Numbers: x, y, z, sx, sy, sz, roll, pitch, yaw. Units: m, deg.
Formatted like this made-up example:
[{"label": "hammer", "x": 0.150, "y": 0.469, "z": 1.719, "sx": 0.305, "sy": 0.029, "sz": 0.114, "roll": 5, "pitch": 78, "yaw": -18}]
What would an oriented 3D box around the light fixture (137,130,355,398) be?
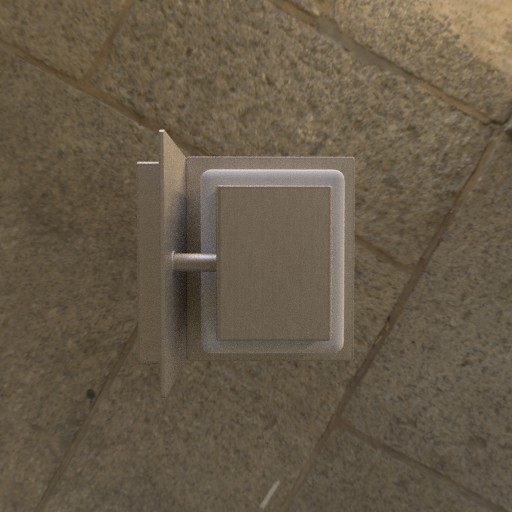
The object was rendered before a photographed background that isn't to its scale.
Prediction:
[{"label": "light fixture", "x": 0.000, "y": 0.000, "z": 0.466, "sx": 0.160, "sy": 0.380, "sz": 0.168, "roll": 0, "pitch": 92, "yaw": -1}]
